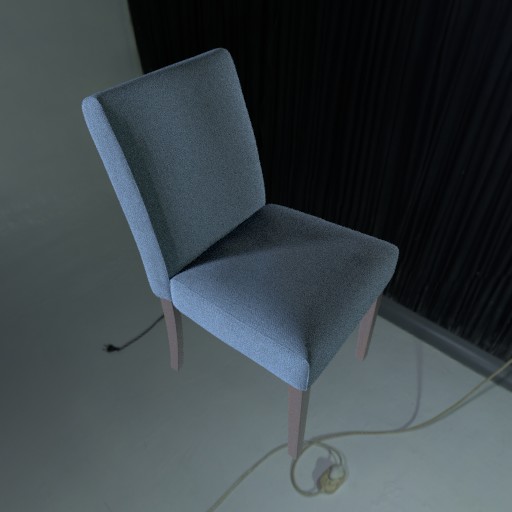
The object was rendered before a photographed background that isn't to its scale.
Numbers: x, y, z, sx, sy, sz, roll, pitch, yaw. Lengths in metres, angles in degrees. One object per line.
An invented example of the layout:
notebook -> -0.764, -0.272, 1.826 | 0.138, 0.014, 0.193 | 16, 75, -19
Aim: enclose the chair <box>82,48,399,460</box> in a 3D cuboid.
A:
chair -> 0.000, 0.000, 1.202 | 0.629, 0.882, 0.487 | 26, 48, 27
